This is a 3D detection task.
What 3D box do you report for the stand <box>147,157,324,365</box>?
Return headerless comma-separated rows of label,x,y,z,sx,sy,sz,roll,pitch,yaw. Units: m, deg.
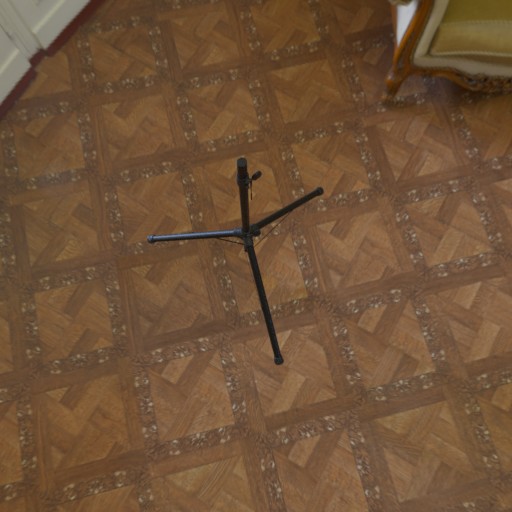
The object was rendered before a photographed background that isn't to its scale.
stand,0.000,0.000,1.905,1.045,1.136,0.907,-15,75,-4
